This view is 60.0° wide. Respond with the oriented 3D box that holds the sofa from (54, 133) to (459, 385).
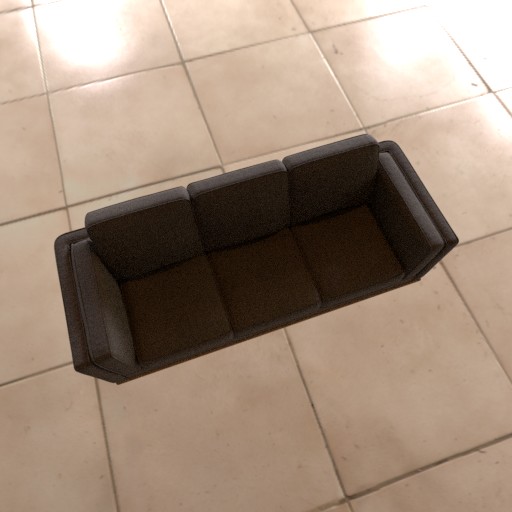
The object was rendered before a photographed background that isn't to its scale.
[{"bbox_3d":[0.000,0.000,2.914,2.362,0.899,0.903,-18,65,-9],"label":"sofa"}]
